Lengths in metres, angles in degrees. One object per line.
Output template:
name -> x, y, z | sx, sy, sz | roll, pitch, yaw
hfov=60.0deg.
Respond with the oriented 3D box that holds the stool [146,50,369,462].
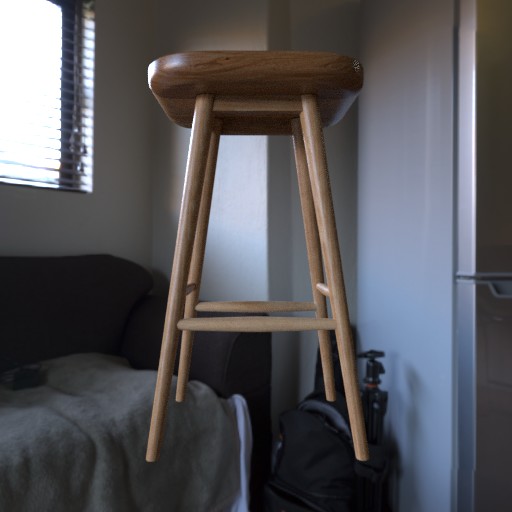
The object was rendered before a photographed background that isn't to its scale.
stool -> 0.000, 0.000, 0.912 | 0.407, 0.698, 0.322 | 0, 1, -1
